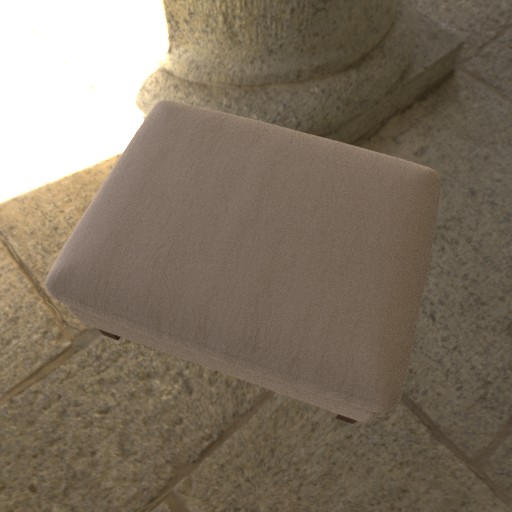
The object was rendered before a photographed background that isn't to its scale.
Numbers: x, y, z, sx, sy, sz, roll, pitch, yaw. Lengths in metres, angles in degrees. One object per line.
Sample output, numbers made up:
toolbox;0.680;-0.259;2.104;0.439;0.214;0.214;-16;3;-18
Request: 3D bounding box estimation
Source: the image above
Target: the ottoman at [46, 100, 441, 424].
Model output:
ottoman;0.000;0.000;1.123;0.771;0.420;0.606;17;63;9
